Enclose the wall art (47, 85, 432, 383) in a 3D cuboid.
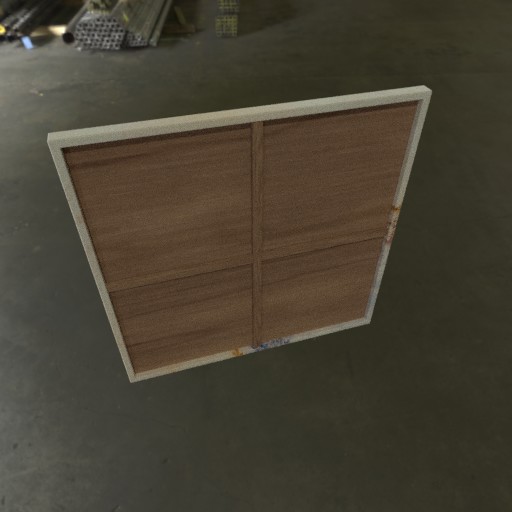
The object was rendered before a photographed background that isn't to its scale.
[{"bbox_3d":[0.000,0.000,1.298,0.889,0.889,0.038,-11,43,-12],"label":"wall art"}]
